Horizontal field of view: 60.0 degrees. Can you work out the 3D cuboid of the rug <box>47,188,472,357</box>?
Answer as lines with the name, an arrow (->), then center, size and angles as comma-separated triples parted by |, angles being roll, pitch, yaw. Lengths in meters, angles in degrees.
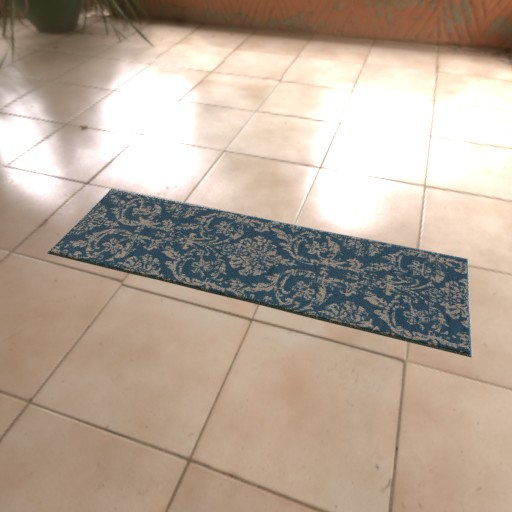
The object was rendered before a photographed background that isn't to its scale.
rug -> 0.000, 0.000, 2.413 | 2.196, 0.011, 0.662 | 12, 44, 13
